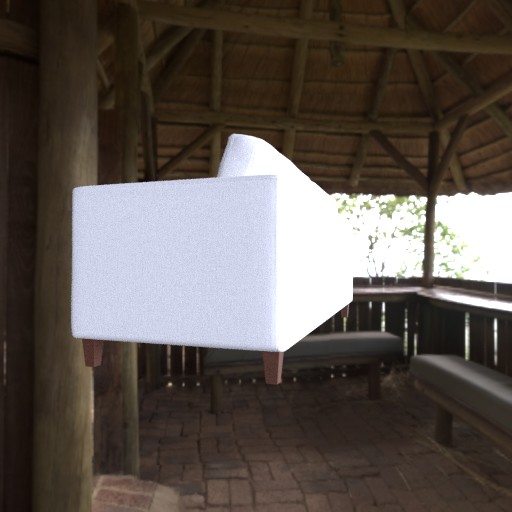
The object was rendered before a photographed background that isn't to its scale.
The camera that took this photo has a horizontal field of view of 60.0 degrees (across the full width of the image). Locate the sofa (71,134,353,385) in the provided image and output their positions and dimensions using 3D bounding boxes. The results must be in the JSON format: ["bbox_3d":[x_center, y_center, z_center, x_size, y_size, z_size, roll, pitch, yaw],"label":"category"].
[{"bbox_3d":[0.000,0.000,2.656,0.924,0.933,2.139,0,-1,19],"label":"sofa"}]
